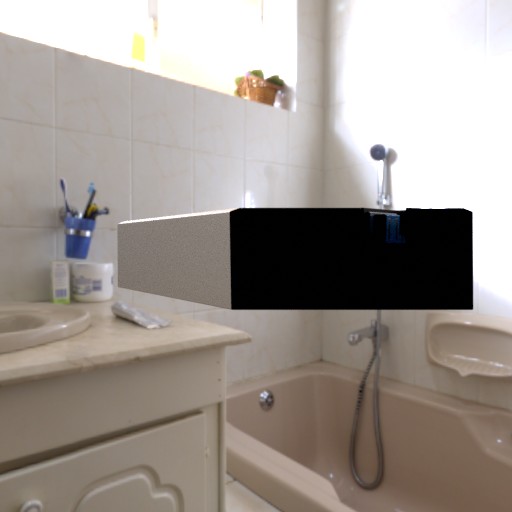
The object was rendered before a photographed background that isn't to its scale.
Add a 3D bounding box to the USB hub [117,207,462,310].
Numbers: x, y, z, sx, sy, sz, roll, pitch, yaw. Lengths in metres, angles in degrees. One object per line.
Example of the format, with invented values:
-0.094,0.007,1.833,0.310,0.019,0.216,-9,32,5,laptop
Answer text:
0.000,0.000,0.129,0.044,0.023,0.110,-1,2,-38,USB hub
